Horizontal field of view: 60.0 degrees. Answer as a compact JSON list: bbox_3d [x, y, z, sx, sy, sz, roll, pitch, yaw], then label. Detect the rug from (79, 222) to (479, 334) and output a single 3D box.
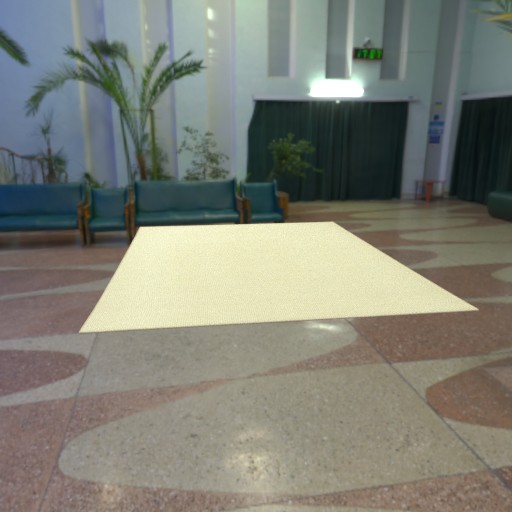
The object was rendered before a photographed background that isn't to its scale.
[{"bbox_3d":[0.000,0.000,4.124,2.462,0.018,3.039,-2,15,-8],"label":"rug"}]
